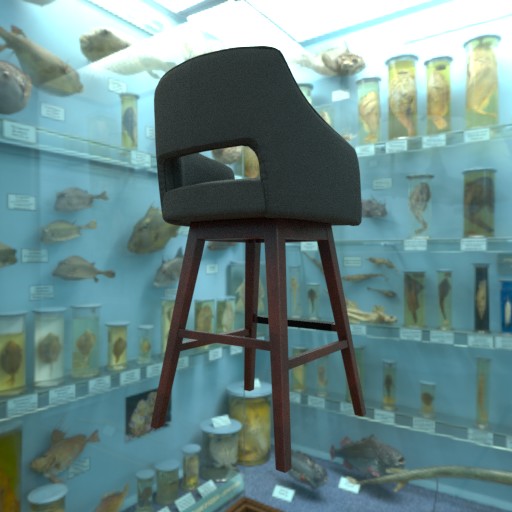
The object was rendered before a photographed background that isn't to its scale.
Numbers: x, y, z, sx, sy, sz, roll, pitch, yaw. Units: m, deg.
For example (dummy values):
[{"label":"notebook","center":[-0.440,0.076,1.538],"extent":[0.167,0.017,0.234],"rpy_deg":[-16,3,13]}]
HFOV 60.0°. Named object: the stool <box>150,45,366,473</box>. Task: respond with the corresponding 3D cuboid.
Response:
[{"label":"stool","center":[0.000,0.000,1.337],"extent":[0.548,1.012,0.558],"rpy_deg":[0,0,36]}]
